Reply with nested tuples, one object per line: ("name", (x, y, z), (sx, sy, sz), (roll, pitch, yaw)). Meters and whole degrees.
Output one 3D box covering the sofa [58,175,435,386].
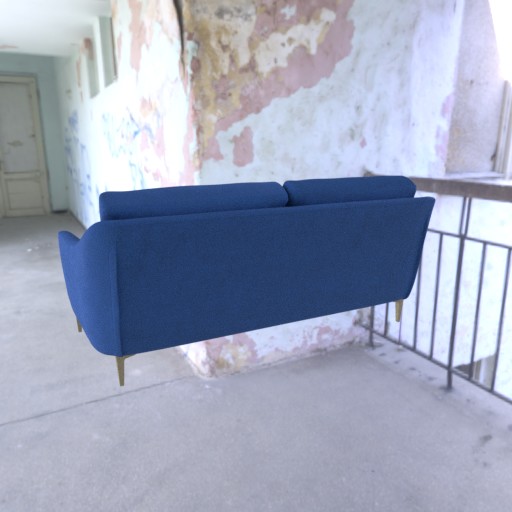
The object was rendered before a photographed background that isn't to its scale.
("sofa", (0.000, 0.000, 2.562), (2.036, 0.903, 0.960), (-7, 16, -25))
